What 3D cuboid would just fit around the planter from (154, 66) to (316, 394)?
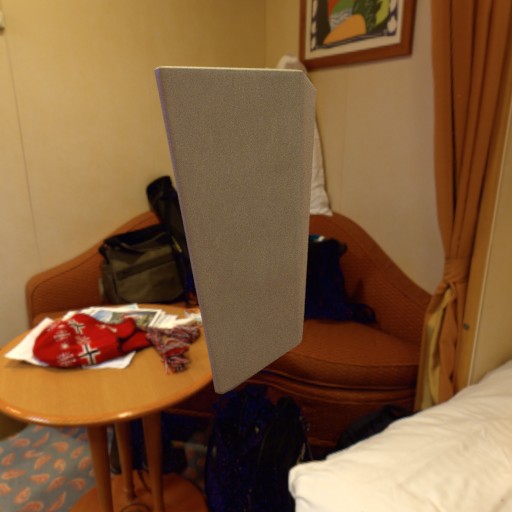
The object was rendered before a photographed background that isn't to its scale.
[{"bbox_3d":[0.000,0.000,0.269,0.060,0.197,0.150,3,17,10],"label":"planter"}]
